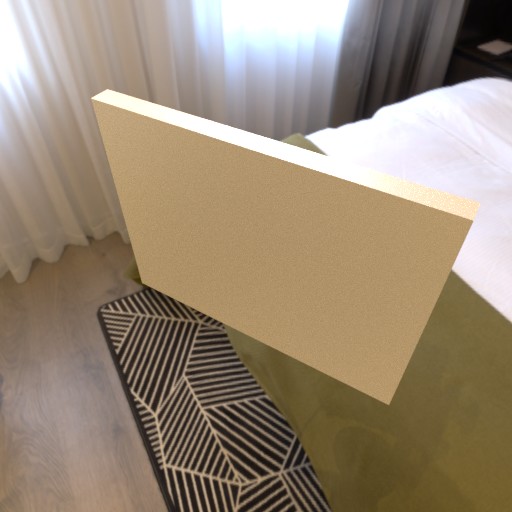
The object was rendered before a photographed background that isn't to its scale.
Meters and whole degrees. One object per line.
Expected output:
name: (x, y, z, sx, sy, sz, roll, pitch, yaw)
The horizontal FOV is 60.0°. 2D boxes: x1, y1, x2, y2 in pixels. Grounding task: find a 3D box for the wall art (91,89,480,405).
wall art: (0.000, 0.000, 1.386, 1.056, 0.801, 0.066, 23, 50, 21)
